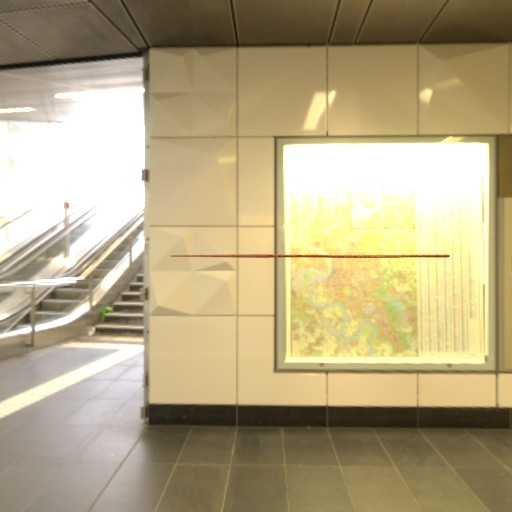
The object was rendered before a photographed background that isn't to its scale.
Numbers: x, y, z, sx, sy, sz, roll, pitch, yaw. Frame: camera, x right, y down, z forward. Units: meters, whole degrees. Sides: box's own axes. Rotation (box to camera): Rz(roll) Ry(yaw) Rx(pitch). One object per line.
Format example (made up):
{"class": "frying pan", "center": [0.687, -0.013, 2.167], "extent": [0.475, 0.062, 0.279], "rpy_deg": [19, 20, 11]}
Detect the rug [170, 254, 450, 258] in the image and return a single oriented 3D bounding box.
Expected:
{"class": "rug", "center": [0.000, 0.000, 2.532], "extent": [0.687, 0.012, 2.307], "rpy_deg": [0, 0, -18]}
